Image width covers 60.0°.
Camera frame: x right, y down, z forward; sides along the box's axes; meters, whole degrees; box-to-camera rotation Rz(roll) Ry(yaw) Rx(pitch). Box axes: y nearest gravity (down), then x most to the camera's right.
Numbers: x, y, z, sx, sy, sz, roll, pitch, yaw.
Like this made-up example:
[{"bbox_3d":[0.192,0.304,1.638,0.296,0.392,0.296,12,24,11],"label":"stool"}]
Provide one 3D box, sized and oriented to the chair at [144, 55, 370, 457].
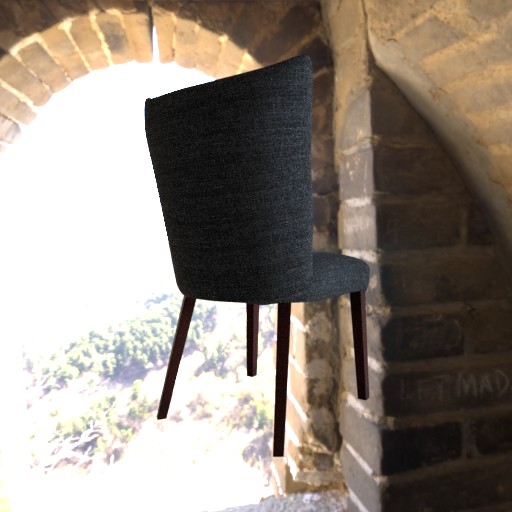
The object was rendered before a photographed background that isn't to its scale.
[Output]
[{"bbox_3d":[0.000,0.000,1.303,0.535,0.924,0.623,1,2,35],"label":"chair"}]
